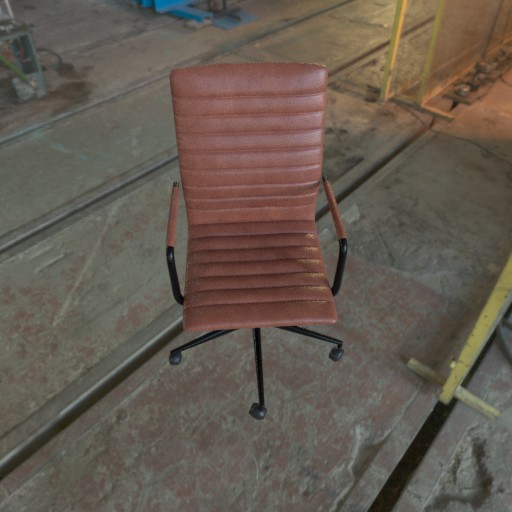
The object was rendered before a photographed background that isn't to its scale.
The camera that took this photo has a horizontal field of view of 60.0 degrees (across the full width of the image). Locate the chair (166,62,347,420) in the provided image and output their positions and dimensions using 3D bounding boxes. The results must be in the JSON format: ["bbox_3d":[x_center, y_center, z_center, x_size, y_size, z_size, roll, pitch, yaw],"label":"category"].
[{"bbox_3d":[0.000,0.000,1.269,0.600,0.878,0.578,-3,45,-3],"label":"chair"}]
